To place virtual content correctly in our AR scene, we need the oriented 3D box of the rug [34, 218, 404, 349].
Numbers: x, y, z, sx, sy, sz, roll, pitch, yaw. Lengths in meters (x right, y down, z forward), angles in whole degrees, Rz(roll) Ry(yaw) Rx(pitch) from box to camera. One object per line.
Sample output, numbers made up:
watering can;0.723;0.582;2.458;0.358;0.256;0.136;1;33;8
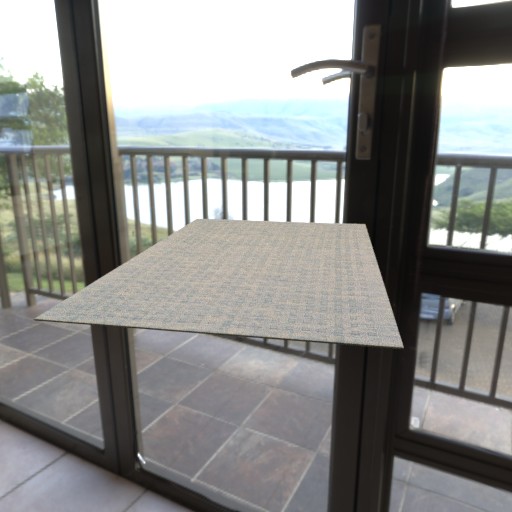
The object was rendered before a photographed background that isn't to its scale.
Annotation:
rug;0.000;0.000;2.160;1.142;0.006;1.752;3;16;10
